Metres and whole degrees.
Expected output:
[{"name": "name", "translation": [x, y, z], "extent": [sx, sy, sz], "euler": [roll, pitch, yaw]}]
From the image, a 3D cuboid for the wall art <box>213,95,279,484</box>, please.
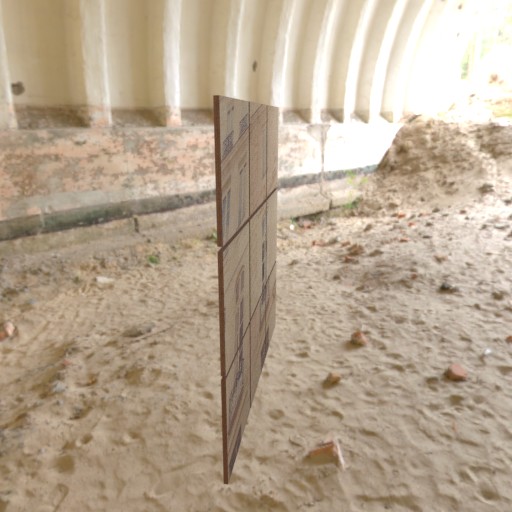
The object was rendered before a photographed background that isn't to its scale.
[{"name": "wall art", "translation": [0.000, 0.000, 1.870], "extent": [0.024, 1.218, 1.221], "euler": [3, 17, 9]}]
